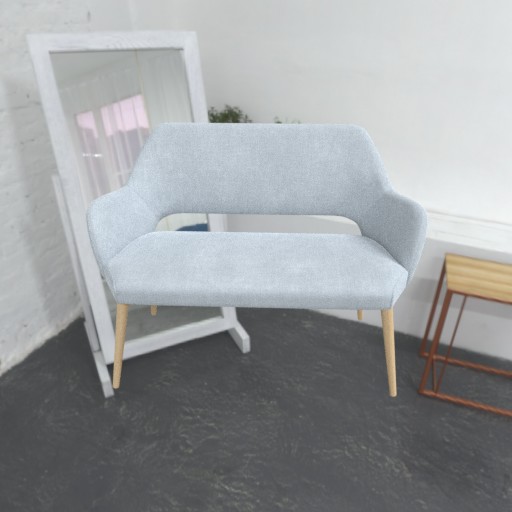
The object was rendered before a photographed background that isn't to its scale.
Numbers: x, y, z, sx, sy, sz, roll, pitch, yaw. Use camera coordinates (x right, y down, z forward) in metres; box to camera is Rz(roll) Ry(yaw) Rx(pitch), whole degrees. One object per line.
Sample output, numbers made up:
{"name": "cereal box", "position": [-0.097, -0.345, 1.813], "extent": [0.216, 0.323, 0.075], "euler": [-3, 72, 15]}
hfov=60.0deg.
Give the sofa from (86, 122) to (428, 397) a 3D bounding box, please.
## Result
{"name": "sofa", "position": [0.000, 0.000, 1.655], "extent": [1.150, 0.840, 0.610], "euler": [1, 30, 2]}
